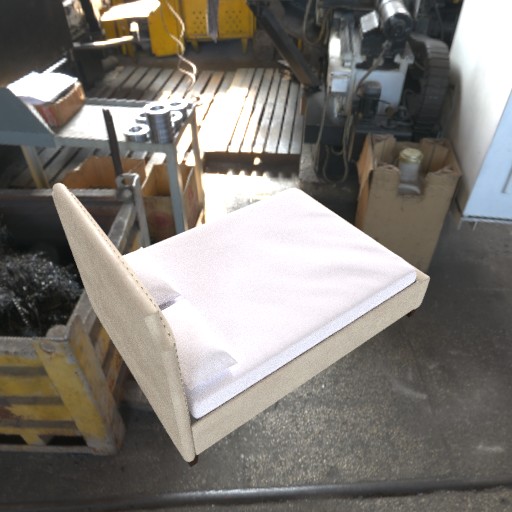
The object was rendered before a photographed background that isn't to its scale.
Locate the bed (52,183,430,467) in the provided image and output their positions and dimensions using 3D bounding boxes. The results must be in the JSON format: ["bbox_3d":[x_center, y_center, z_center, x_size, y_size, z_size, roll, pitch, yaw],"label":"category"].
[{"bbox_3d":[0.000,0.000,3.483,2.372,1.443,1.712,-26,47,-26],"label":"bed"}]
